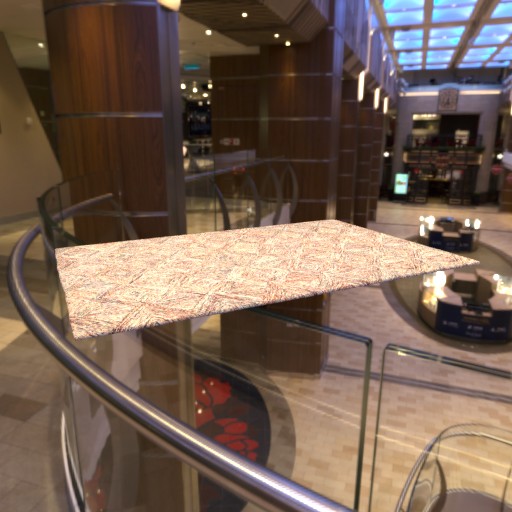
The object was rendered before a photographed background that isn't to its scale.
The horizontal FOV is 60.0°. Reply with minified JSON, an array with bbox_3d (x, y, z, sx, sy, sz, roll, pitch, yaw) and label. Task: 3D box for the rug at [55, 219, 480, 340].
[{"bbox_3d":[0.000,0.000,2.162,1.761,0.014,1.143,-8,18,-26],"label":"rug"}]
